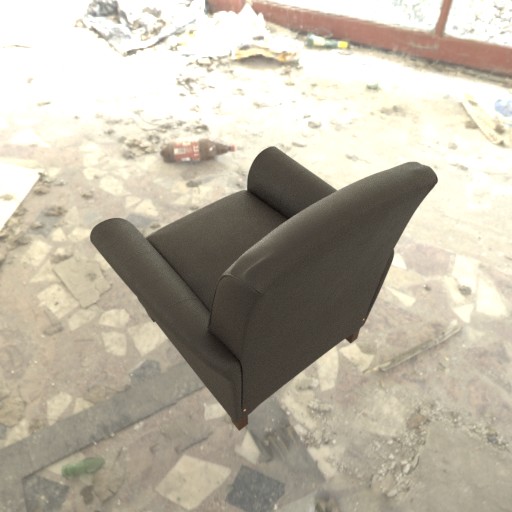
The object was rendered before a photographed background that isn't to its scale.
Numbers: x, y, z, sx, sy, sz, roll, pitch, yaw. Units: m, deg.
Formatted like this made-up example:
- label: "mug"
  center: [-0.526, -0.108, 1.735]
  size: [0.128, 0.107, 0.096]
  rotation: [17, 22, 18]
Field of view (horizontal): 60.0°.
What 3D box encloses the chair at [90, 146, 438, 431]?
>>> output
- label: "chair"
  center: [0.000, 0.000, 1.763]
  size: [0.978, 1.061, 0.902]
  rotation: [-30, 53, -26]
